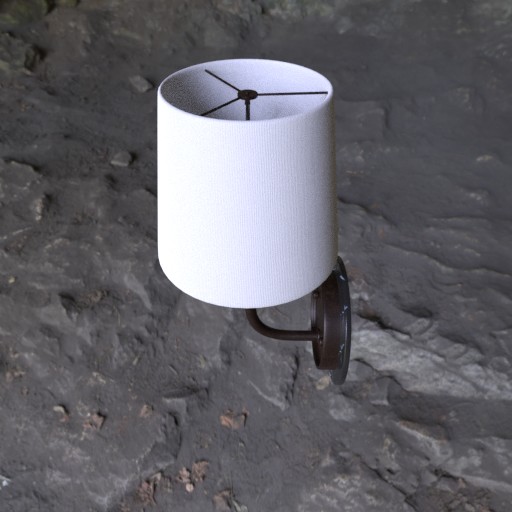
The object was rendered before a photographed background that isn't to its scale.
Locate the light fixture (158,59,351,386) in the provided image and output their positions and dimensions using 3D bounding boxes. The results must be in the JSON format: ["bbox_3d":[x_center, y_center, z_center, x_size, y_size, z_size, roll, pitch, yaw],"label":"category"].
[{"bbox_3d":[0.000,0.000,0.441,0.188,0.337,0.168,0,41,0],"label":"light fixture"}]
